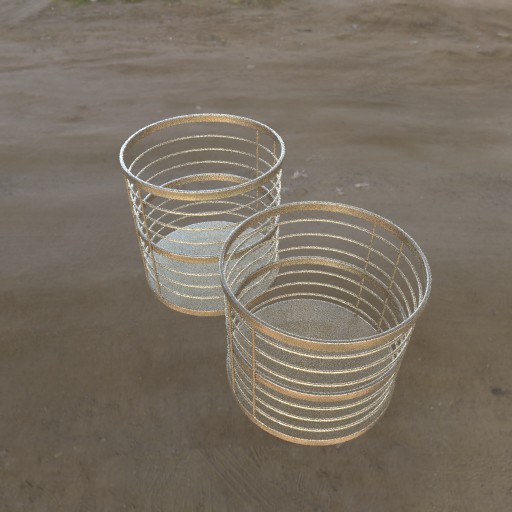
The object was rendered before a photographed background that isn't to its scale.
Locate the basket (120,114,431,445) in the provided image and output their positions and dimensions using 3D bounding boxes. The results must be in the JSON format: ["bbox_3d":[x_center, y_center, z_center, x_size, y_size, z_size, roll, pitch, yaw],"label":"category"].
[{"bbox_3d":[0.000,0.000,0.961,0.356,0.351,0.746,-26,47,-26],"label":"basket"}]
